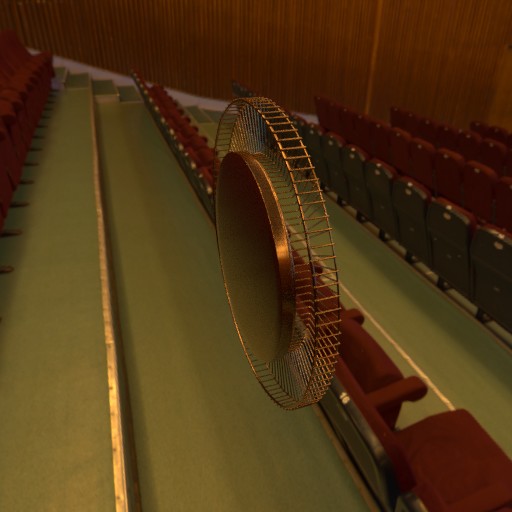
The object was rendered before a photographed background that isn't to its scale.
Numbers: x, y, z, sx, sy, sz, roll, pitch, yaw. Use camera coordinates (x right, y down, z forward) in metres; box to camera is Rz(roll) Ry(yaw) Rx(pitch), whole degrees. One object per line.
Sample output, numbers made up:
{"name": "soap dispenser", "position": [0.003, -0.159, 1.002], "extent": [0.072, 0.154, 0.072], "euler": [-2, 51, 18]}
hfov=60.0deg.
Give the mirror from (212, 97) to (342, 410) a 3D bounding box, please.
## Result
{"name": "mirror", "position": [0.000, 0.000, 1.044], "extent": [0.067, 0.703, 0.703], "euler": [-10, 32, -16]}
